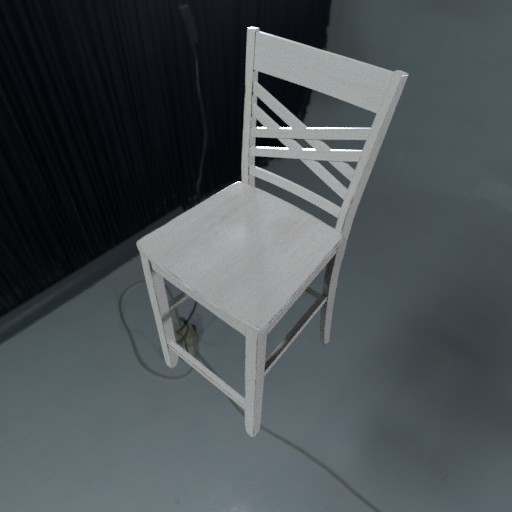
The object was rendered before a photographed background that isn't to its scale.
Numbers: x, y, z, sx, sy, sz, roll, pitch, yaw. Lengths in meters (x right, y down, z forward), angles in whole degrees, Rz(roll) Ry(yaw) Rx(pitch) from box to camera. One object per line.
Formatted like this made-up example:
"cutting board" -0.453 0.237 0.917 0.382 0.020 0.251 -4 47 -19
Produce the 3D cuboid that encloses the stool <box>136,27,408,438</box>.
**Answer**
"stool" 0.000 0.000 1.340 0.462 1.079 0.539 31 53 27
